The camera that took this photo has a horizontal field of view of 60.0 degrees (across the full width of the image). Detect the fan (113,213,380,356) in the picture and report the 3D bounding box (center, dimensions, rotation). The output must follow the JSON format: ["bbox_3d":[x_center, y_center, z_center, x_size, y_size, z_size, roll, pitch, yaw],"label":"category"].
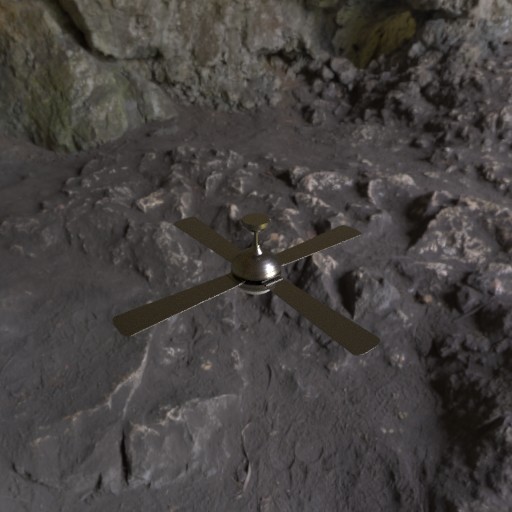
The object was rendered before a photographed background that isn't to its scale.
[{"bbox_3d":[0.000,0.000,2.060,1.321,0.381,1.321,-9,32,-15],"label":"fan"}]
